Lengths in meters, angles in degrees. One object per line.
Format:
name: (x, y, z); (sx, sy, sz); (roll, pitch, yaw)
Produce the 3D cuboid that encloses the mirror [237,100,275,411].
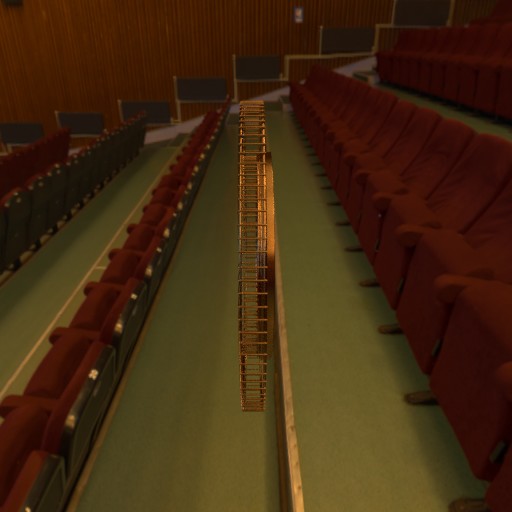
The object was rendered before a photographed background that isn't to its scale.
mirror: (0.000, 0.000, 1.062); (0.067, 0.703, 0.703); (0, 27, 0)
